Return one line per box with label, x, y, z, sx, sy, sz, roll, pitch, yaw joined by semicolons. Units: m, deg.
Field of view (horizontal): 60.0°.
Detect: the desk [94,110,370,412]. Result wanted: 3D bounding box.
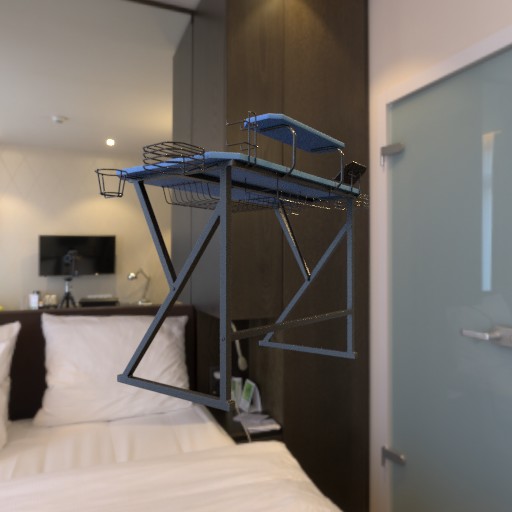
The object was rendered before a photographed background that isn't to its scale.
desk;0.000;0.000;1.775;0.594;0.909;1.295;0;-1;37
